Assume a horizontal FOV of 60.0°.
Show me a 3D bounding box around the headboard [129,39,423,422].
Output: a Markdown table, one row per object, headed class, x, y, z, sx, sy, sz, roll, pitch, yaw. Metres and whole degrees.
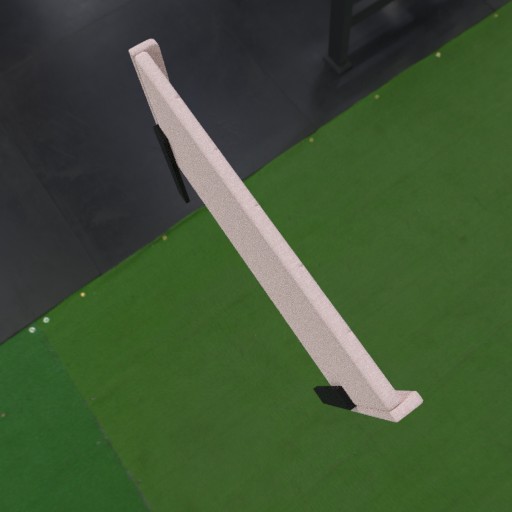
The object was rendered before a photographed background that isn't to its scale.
| class | x | y | z | sx | sy | sz | roll | pitch | yaw |
| --- | --- | --- | --- | --- | --- | --- | --- | --- | --- |
| headboard | 0.000 | 0.000 | 2.645 | 0.184 | 1.524 | 2.051 | -33 | 76 | -9 |
